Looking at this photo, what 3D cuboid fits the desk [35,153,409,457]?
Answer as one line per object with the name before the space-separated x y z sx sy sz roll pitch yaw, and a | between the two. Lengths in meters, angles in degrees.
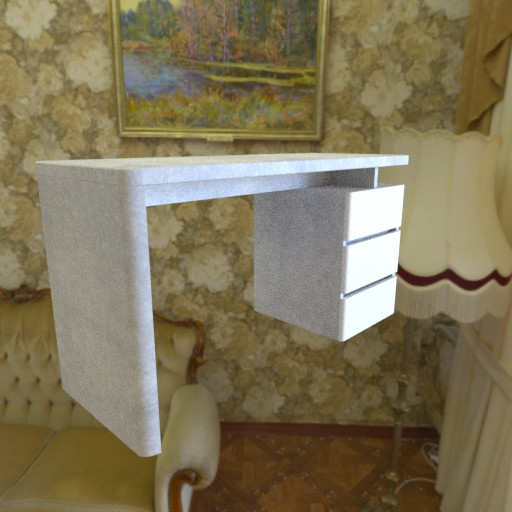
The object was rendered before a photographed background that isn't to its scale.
desk | 0.000 0.000 1.737 0.550 0.755 1.400 14 20 42
